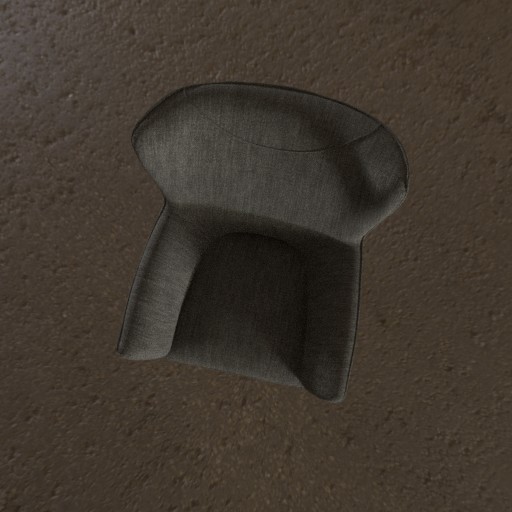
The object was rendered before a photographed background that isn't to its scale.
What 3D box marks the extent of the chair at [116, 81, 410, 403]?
[{"bbox_3d":[0.000,0.000,1.618,0.781,0.933,0.888,11,77,3],"label":"chair"}]
